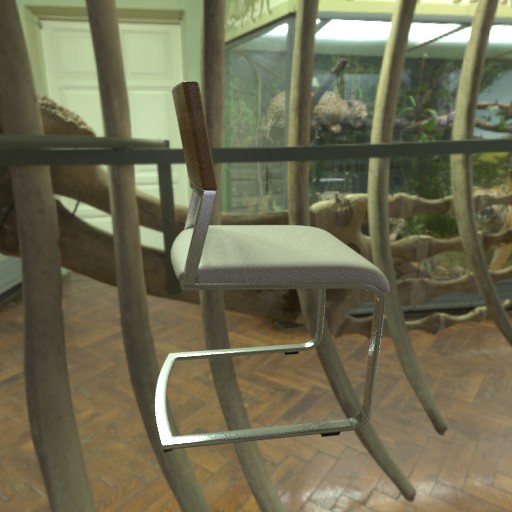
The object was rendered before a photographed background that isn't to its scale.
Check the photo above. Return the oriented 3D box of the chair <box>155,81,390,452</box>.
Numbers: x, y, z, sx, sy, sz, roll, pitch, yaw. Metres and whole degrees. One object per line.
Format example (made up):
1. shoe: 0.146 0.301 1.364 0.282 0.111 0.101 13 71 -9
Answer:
1. chair: 0.000 0.000 1.210 0.585 0.844 0.467 -2 16 -8
